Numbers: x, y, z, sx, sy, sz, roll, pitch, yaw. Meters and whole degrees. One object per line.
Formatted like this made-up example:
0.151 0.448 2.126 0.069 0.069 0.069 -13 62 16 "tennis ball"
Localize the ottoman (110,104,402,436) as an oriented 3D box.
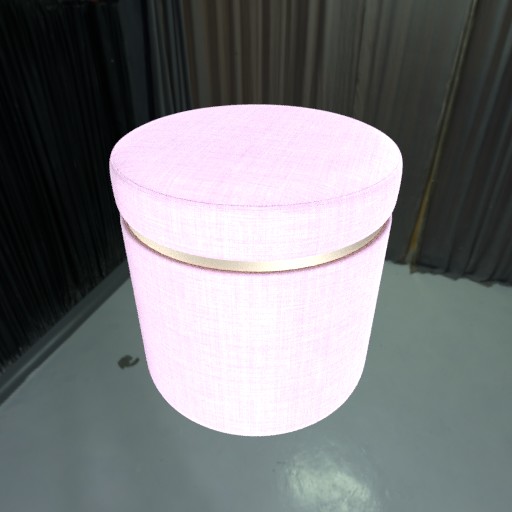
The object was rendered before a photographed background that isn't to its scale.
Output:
0.000 0.000 0.720 0.400 0.406 0.400 0 33 0 "ottoman"
